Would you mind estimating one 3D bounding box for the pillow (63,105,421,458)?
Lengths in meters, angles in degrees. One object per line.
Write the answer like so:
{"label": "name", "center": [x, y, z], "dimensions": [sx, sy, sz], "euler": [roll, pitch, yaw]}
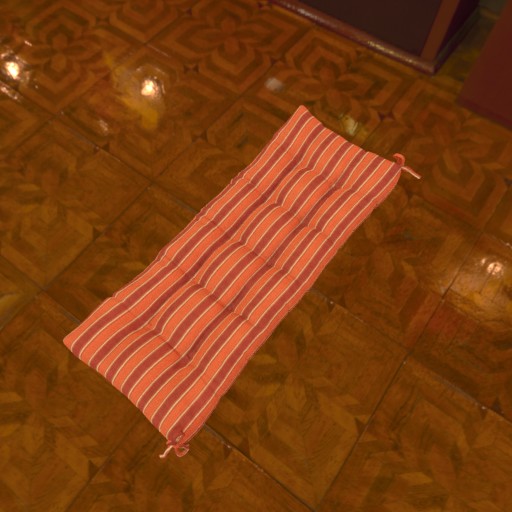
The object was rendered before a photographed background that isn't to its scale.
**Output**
{"label": "pillow", "center": [0.000, 0.000, 1.370], "dimensions": [0.511, 0.174, 1.194], "euler": [36, 69, 16]}
